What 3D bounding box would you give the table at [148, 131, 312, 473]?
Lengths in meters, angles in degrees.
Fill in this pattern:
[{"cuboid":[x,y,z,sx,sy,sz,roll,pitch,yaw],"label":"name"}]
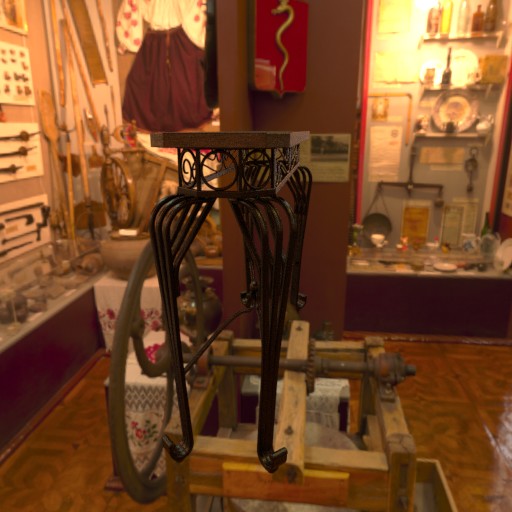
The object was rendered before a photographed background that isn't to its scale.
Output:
[{"cuboid":[0.000,0.000,1.482,0.329,0.800,1.112,2,16,9],"label":"table"}]
